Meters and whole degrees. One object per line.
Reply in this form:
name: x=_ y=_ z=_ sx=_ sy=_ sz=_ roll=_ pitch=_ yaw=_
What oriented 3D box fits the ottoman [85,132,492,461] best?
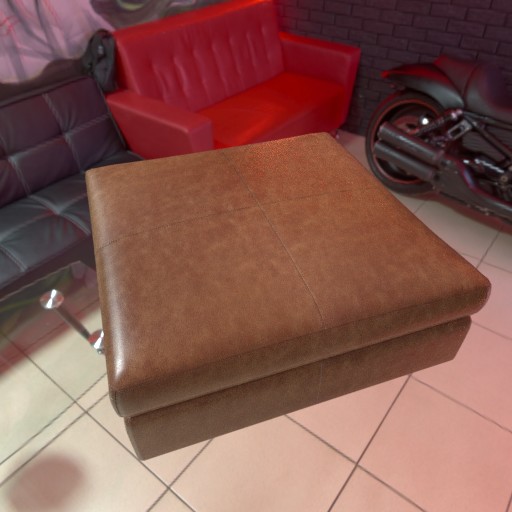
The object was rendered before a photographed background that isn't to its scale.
ottoman: x=0.000 y=0.000 z=1.749 sx=1.169 sy=0.483 sz=1.168 roll=-13 pitch=42 yaw=-15
